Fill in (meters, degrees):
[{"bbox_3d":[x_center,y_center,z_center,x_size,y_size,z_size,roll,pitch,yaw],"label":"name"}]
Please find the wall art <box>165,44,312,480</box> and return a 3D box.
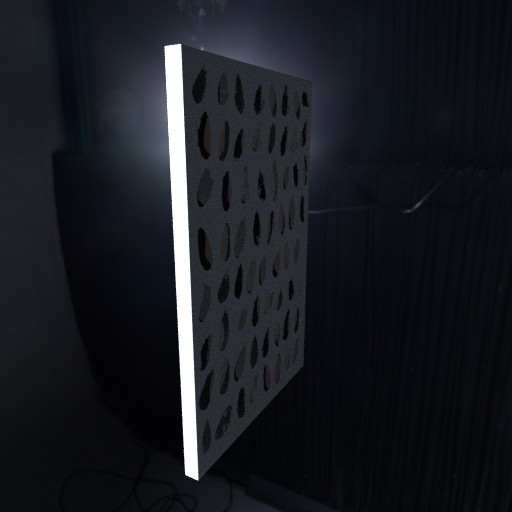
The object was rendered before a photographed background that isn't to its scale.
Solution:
[{"bbox_3d":[0.000,0.000,0.771,0.025,0.608,0.405,8,17,28],"label":"wall art"}]
